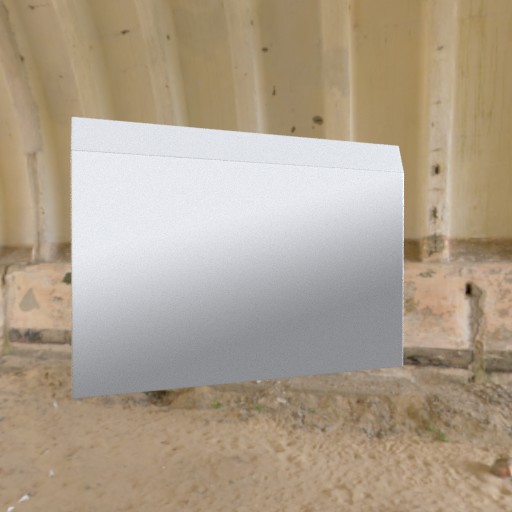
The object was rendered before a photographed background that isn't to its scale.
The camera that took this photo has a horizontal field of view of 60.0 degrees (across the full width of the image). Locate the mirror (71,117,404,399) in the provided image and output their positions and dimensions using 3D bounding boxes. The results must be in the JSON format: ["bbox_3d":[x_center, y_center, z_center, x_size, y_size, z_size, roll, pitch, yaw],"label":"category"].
[{"bbox_3d":[0.000,0.000,1.130,0.870,0.630,0.030,0,1,-18],"label":"mirror"}]
